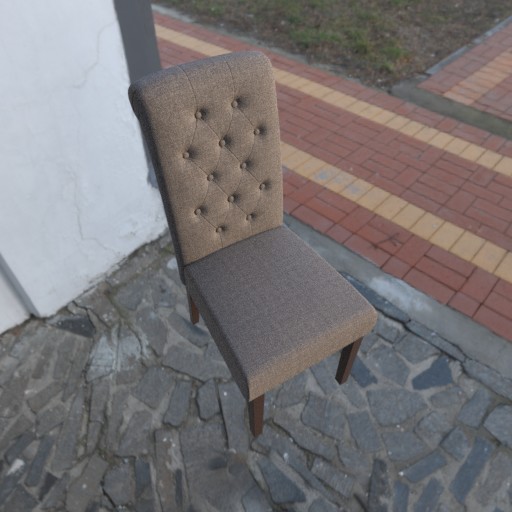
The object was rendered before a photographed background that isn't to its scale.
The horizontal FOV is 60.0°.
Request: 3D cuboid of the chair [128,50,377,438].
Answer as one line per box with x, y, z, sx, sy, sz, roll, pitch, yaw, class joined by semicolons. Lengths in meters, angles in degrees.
0.000;0.000;1.388;0.456;1.006;0.671;-24;52;-20;chair
